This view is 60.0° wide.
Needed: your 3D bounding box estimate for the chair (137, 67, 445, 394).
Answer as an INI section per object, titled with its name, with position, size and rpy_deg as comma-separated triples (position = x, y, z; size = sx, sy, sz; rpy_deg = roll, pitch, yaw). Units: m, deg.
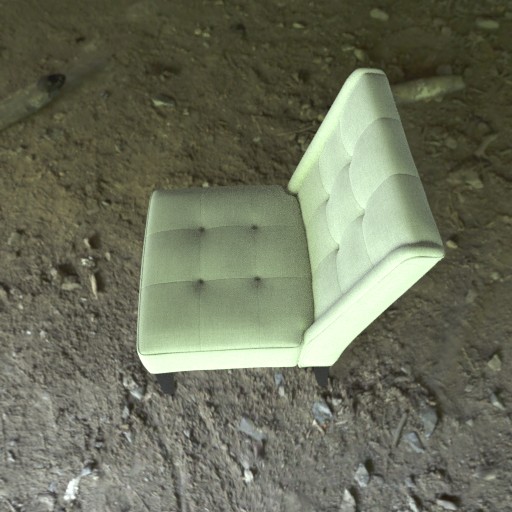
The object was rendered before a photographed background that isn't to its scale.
[chair]
position = 0.000, 0.000, 1.294
size = 0.676, 0.853, 0.569
rpy_deg = -3, 58, -2
